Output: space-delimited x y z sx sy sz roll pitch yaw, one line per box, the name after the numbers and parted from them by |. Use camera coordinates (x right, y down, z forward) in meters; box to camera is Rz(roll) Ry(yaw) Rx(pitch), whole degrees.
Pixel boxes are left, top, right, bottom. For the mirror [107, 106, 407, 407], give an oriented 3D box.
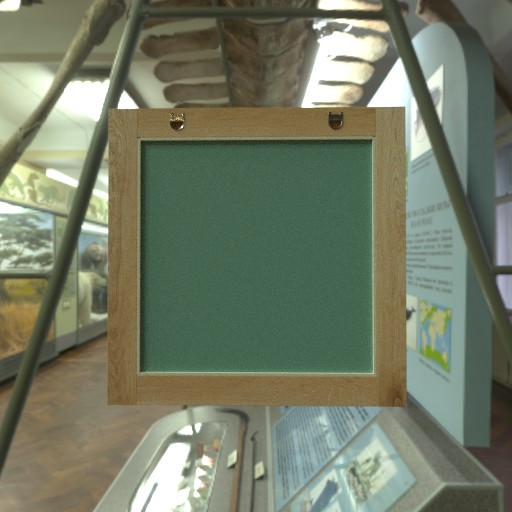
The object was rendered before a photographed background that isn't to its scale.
0.000 0.000 1.197 0.800 0.800 0.020 0 -1 1 | mirror
